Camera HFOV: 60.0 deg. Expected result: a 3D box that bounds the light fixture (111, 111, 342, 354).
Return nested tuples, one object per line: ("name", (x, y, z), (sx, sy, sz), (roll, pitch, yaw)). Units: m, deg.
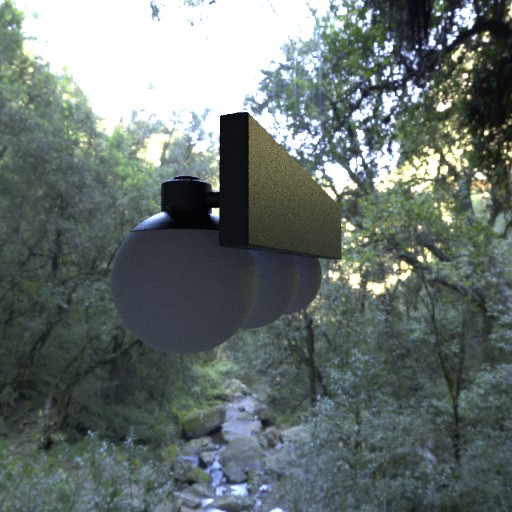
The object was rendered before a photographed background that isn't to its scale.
("light fixture", (0.000, 0.000, 0.803), (0.218, 0.263, 0.721), (-1, -2, 18))
